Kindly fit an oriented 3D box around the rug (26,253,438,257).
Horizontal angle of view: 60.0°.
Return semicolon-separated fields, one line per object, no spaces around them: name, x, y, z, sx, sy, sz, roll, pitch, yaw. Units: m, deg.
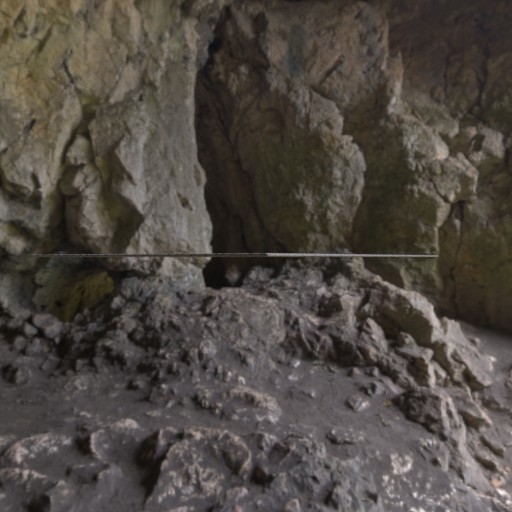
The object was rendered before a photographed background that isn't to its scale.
rug;0.000;0.000;4.106;2.441;0.017;3.050;0;0;37
